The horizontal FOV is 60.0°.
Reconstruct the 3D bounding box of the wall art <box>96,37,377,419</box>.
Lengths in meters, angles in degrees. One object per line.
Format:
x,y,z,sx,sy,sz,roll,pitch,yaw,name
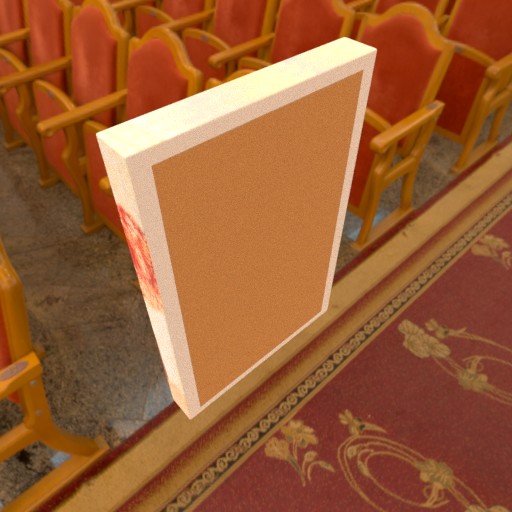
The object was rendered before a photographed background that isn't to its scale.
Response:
0.000,0.000,0.476,0.251,0.380,0.039,-33,54,-27,wall art
